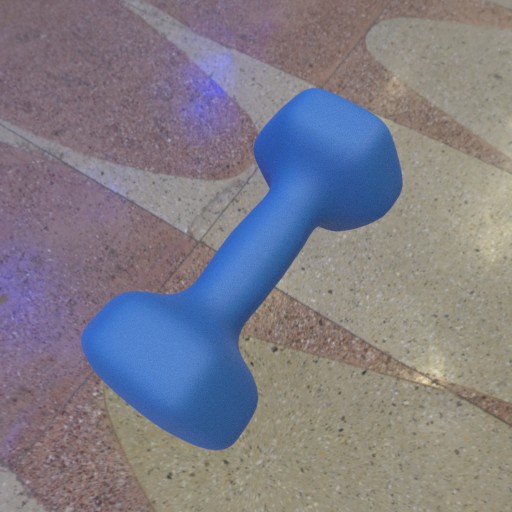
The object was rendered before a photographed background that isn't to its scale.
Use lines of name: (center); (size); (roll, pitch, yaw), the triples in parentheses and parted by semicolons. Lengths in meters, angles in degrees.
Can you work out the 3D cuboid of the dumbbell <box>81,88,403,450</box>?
dumbbell: (0.000, 0.000, 0.263); (0.103, 0.093, 0.212); (33, 69, 15)
